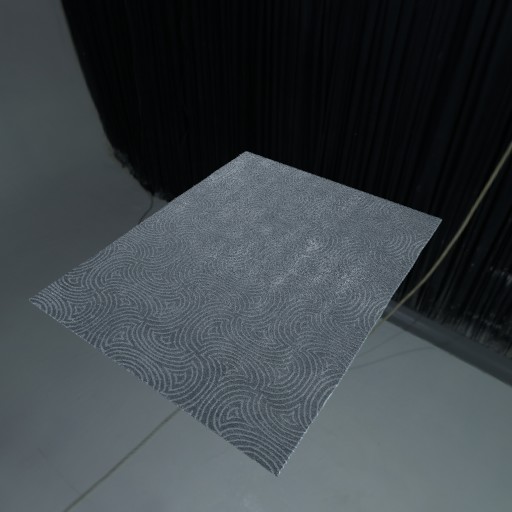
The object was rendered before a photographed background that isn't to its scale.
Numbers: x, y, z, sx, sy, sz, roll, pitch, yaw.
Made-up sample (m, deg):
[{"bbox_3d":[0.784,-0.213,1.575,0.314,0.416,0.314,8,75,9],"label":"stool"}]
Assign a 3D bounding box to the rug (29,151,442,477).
[{"bbox_3d":[0.000,0.000,4.051,2.456,0.021,3.042,25,47,25],"label":"rug"}]
